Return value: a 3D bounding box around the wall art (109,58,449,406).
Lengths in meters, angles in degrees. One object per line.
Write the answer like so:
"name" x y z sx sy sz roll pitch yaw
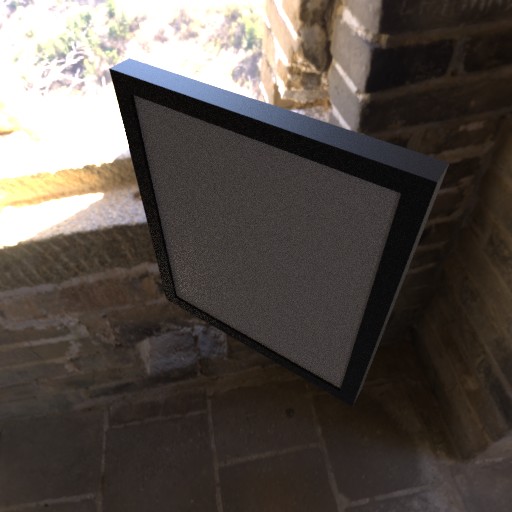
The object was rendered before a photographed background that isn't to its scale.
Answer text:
"wall art" 0.000 0.000 0.528 0.330 0.381 0.029 26 53 22
